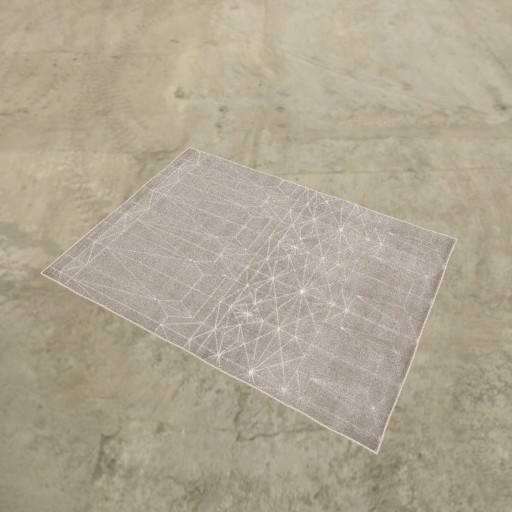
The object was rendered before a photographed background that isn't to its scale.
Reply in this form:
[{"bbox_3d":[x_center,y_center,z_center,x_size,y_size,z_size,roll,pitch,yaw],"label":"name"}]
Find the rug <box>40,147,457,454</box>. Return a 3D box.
[{"bbox_3d":[0.000,0.000,4.377,3.357,0.019,2.449,23,51,20],"label":"rug"}]
